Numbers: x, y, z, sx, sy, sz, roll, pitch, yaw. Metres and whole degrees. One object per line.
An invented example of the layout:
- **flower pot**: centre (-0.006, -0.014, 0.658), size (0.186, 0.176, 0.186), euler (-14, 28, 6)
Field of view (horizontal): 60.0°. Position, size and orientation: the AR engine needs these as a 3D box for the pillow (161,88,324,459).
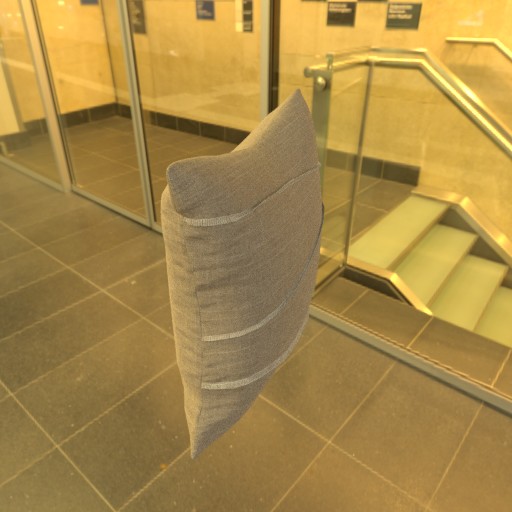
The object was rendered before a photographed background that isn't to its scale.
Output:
- **pillow**: centre (0.000, 0.000, 0.647), size (0.169, 0.400, 0.424), euler (11, 32, 18)
